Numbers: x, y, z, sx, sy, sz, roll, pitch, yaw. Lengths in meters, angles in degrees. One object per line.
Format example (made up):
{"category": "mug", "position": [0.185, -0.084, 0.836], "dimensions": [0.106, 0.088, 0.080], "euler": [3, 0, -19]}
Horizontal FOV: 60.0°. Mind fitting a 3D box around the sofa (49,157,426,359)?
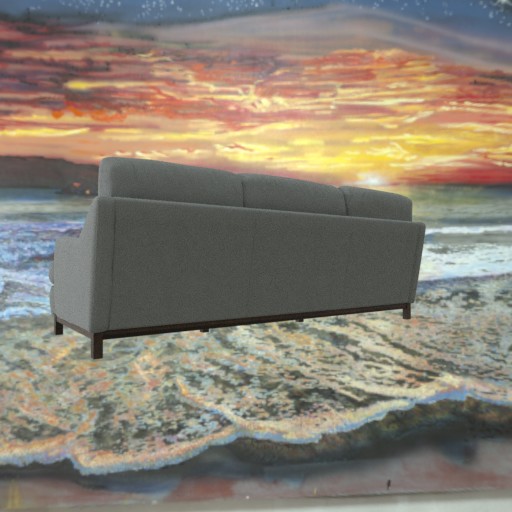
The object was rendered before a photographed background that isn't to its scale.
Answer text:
{"category": "sofa", "position": [0.000, 0.000, 2.908], "dimensions": [2.344, 0.926, 0.987], "euler": [0, -1, -36]}
